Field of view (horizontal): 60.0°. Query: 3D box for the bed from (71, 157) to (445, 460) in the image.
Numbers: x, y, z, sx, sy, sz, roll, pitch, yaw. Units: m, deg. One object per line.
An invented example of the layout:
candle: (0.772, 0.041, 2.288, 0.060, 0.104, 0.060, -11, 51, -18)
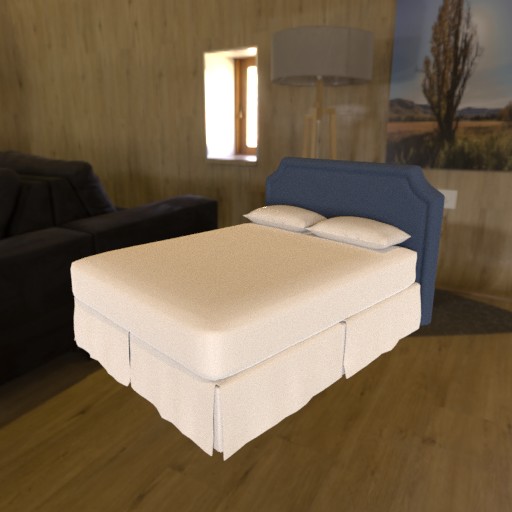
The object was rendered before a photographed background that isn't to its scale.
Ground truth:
bed: (0.000, 0.000, 3.333, 2.260, 1.297, 1.831, -15, 22, -42)
